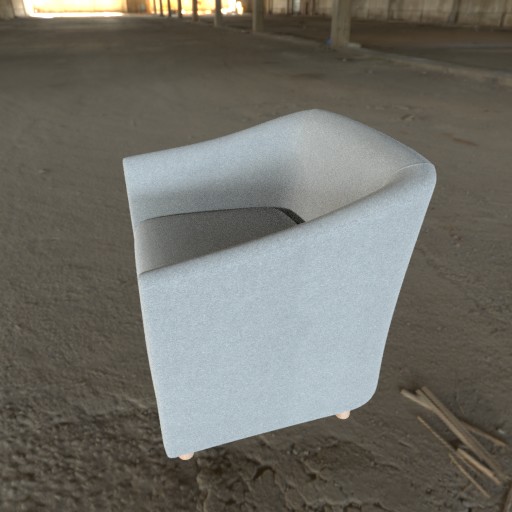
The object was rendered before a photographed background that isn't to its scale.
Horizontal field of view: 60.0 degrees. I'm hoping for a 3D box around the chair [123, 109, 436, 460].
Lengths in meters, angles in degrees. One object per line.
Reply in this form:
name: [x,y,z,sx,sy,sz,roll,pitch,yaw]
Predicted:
chair: [0.000,0.000,1.326,0.700,0.720,0.790,-8,31,-14]
